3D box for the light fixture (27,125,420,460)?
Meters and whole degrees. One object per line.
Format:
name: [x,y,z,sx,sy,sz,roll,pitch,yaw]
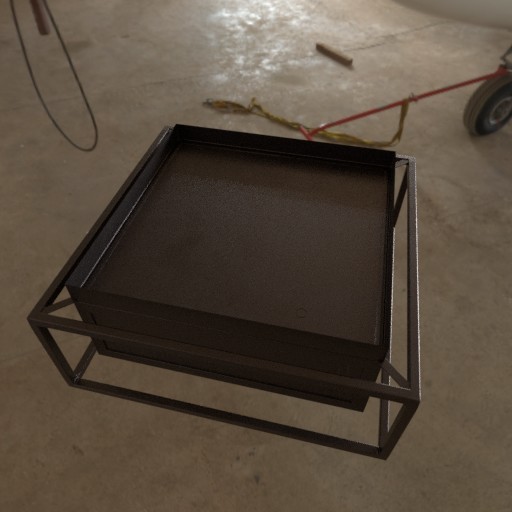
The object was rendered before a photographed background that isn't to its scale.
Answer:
light fixture: [0.000,0.000,0.672,0.441,0.191,0.441,10,47,9]
